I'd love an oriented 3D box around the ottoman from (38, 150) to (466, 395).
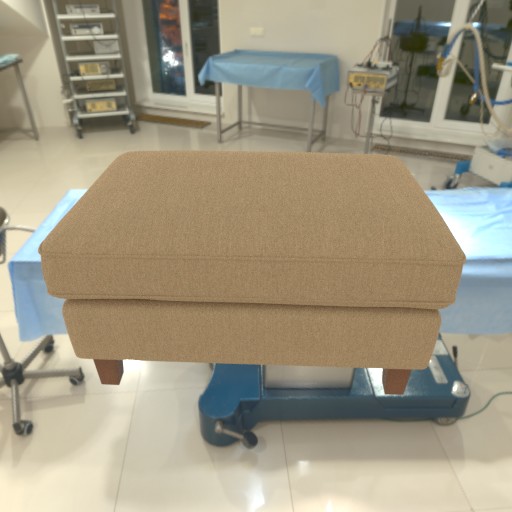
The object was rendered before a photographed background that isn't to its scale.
[{"bbox_3d":[0.000,0.000,1.294,0.945,0.521,0.636,1,33,2],"label":"ottoman"}]
